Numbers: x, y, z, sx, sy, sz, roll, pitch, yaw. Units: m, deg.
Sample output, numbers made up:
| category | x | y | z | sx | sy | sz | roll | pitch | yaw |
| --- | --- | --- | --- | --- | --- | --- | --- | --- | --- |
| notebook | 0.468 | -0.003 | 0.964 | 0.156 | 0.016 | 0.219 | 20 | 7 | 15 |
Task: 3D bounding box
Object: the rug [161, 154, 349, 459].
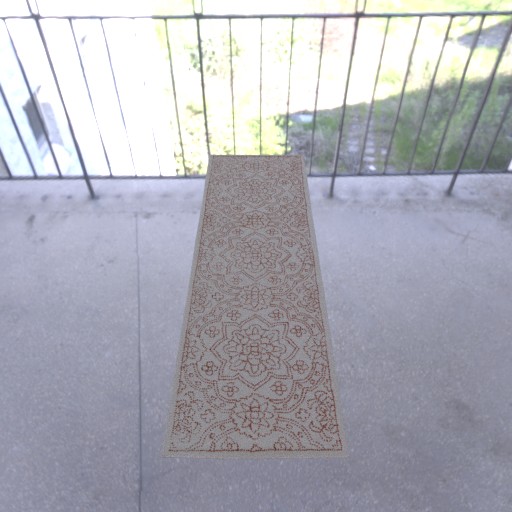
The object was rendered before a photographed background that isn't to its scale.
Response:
| category | x | y | z | sx | sy | sz | roll | pitch | yaw |
| --- | --- | --- | --- | --- | --- | --- | --- | --- | --- |
| rug | 0.000 | 0.000 | 2.700 | 0.769 | 0.012 | 2.448 | 0 | 42 | 0 |
